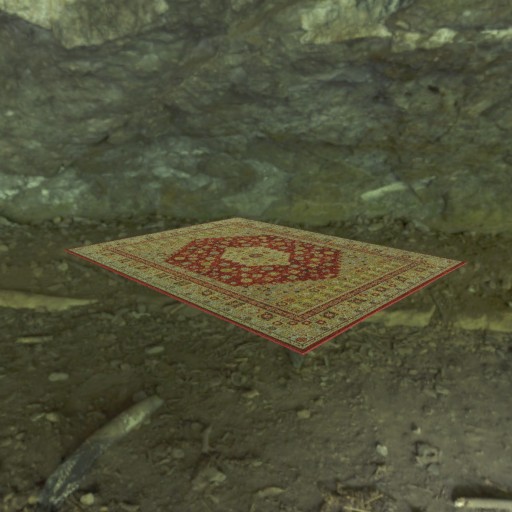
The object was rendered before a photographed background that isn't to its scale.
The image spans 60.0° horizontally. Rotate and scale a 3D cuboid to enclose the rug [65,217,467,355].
[{"bbox_3d":[0.000,0.000,4.238,3.053,0.013,2.387,15,22,42],"label":"rug"}]
